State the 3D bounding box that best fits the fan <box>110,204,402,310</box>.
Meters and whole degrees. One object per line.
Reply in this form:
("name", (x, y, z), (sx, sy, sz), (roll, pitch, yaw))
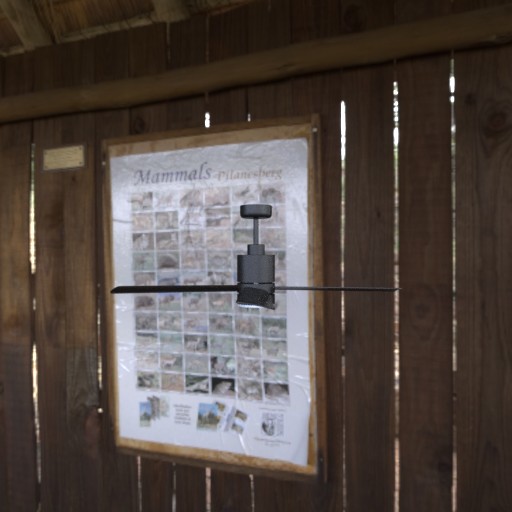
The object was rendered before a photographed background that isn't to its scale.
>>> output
("fan", (0.000, 0.000, 2.369), (1.525, 0.534, 1.525), (0, 0, 1))
